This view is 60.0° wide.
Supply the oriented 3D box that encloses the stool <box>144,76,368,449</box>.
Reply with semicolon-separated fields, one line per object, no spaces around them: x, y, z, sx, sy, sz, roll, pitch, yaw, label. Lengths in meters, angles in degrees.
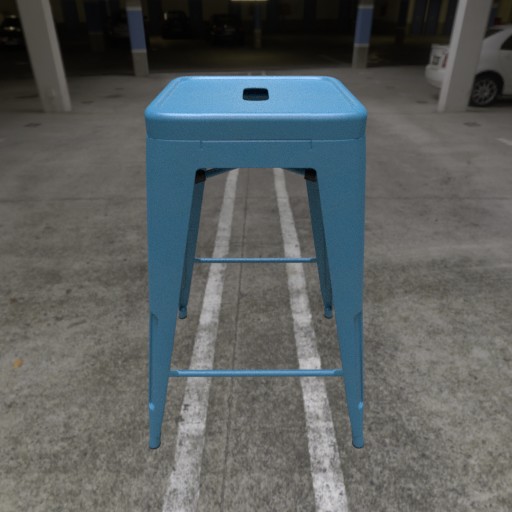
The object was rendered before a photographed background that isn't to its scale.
0.000;0.000;0.856;0.410;0.608;0.410;0;31;0;stool
